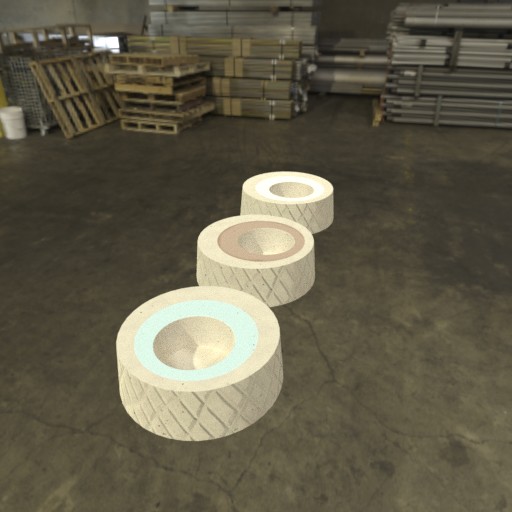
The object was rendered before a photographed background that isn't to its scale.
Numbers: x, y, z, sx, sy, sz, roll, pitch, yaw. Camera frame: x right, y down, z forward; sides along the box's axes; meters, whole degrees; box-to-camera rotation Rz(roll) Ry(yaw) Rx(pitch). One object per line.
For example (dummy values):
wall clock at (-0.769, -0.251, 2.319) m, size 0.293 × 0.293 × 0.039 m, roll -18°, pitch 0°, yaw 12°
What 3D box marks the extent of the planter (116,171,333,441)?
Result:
planter at (0.000, 0.000, 0.419) m, size 0.114 × 0.038 × 0.390 m, roll 8°, pitch 31°, yaw 14°
